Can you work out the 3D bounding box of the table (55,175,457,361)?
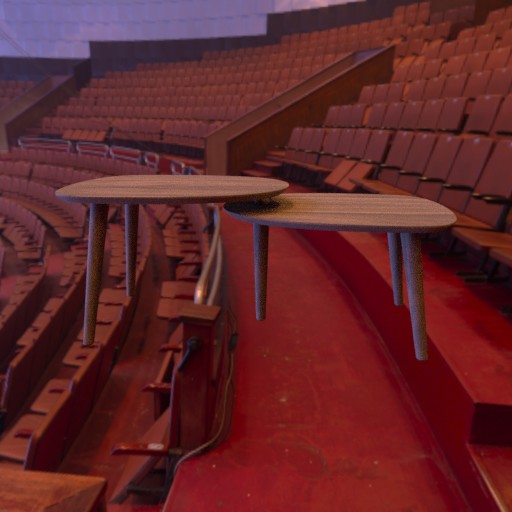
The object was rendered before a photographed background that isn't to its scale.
[{"bbox_3d":[0.000,0.000,1.345,1.084,0.429,0.527,2,16,6],"label":"table"}]
